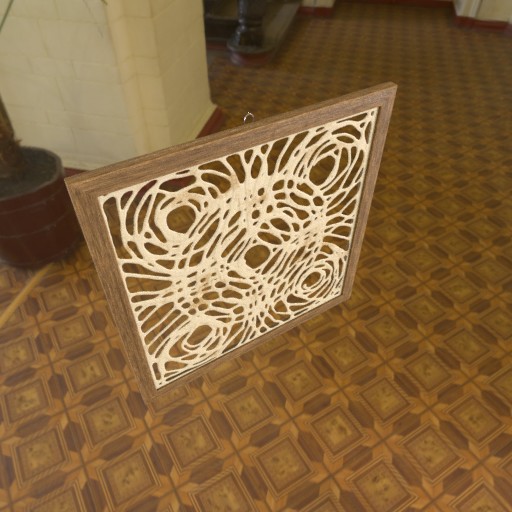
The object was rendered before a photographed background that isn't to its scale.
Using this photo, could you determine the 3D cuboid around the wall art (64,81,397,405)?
[{"bbox_3d":[0.000,0.000,0.849,0.561,0.576,0.021,-23,49,-22],"label":"wall art"}]
